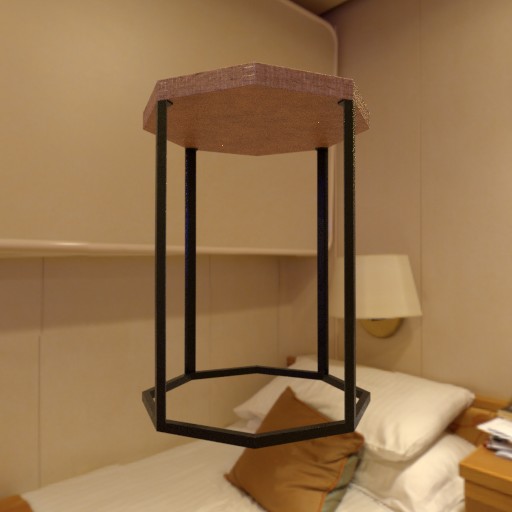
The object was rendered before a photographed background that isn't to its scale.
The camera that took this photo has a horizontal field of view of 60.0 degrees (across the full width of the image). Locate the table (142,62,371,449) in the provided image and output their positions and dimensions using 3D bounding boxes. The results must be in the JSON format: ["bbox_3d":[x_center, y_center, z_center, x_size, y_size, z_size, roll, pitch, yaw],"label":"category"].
[{"bbox_3d":[0.000,0.000,0.851,0.437,0.553,0.437,0,-1,0],"label":"table"}]
